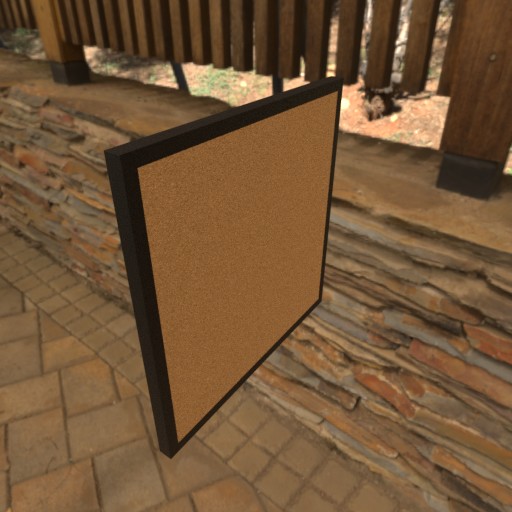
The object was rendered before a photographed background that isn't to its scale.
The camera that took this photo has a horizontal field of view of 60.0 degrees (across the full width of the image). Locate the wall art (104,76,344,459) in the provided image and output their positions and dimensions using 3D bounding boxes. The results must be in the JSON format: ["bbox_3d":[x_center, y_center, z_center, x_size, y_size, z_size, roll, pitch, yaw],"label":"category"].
[{"bbox_3d":[0.000,0.000,1.144,0.038,0.762,0.762,21,38,30],"label":"wall art"}]
